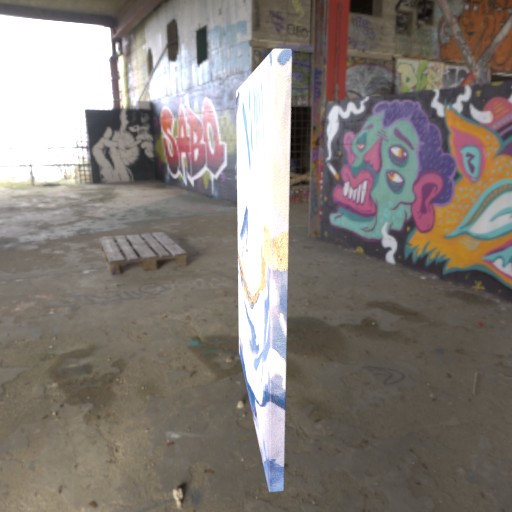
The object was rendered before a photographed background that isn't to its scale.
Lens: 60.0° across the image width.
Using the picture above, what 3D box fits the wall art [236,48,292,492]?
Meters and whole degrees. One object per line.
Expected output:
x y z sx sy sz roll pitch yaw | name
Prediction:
0.000 0.000 1.337 0.038 1.015 0.761 -2 15 -7 | wall art
